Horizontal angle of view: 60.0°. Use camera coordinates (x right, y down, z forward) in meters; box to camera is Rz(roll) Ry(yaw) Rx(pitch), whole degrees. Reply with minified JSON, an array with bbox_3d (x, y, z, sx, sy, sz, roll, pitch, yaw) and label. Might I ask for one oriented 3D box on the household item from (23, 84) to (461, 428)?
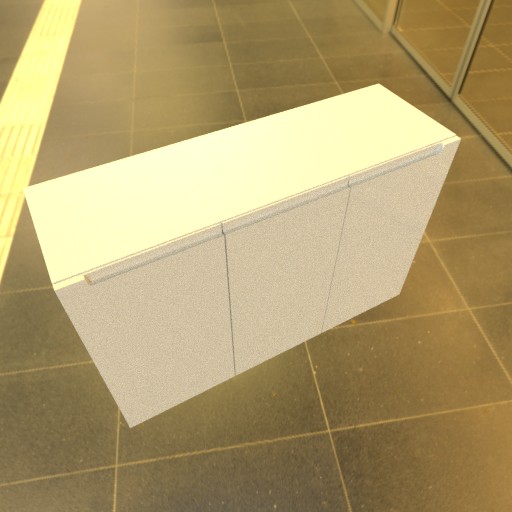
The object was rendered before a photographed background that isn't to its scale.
[{"bbox_3d":[0.000,0.000,1.684,1.300,0.867,0.420,-22,52,-19],"label":"household item"}]
